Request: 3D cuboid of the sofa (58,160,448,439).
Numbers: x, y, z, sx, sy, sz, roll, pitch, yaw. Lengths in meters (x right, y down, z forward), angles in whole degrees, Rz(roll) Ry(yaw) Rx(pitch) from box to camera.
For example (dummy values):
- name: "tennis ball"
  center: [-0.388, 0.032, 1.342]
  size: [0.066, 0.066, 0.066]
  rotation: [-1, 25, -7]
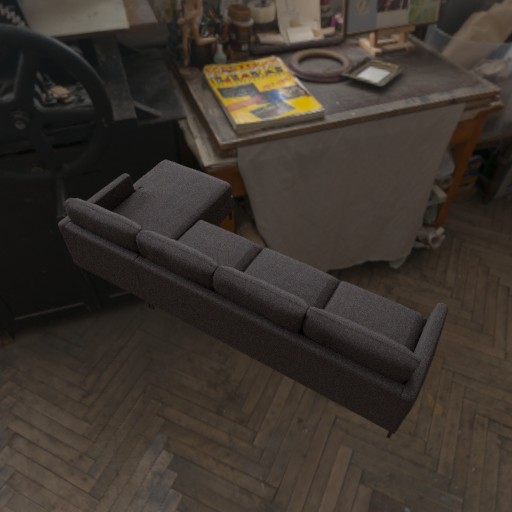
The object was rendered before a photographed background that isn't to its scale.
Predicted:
- name: "sofa"
  center: [0.000, 0.000, 3.880]
  size: [3.221, 0.892, 1.483]
  rotation: [24, 51, 21]
